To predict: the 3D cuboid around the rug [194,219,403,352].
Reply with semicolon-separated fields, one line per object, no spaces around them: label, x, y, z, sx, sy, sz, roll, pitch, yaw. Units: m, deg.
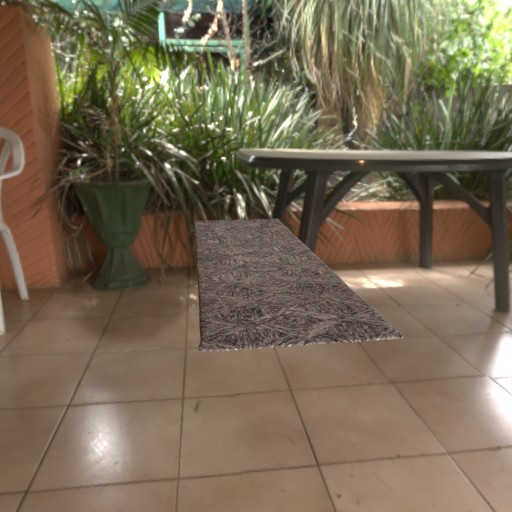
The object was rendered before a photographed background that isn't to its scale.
rug;0.000;0.000;2.594;0.719;0.013;2.305;-2;15;-8
